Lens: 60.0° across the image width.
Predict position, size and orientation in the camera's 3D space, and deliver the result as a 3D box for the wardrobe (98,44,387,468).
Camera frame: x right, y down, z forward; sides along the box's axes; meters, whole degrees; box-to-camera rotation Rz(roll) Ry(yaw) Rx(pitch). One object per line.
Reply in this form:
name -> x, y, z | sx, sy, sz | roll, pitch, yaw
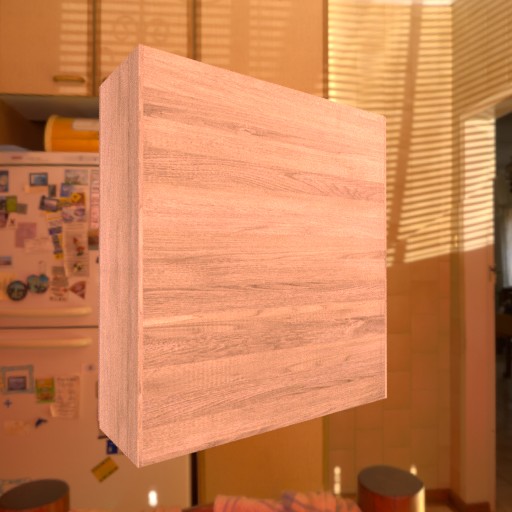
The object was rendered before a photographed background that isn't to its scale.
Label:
wardrobe -> 0.000, 0.000, 2.815 | 1.780, 1.960, 0.629 | 0, -1, -36
